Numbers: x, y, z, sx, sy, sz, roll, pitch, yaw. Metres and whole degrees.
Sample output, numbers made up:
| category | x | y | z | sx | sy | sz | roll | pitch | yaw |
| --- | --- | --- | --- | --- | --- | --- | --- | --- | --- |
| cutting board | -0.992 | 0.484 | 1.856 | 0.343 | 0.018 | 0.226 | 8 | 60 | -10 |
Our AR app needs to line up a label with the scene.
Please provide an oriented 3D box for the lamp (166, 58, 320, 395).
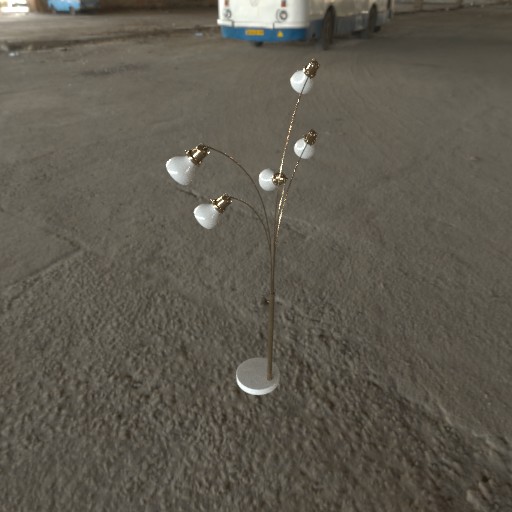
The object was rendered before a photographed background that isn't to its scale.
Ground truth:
| category | x | y | z | sx | sy | sz | roll | pitch | yaw |
| --- | --- | --- | --- | --- | --- | --- | --- | --- | --- |
| lamp | 0.000 | 0.000 | 3.057 | 0.361 | 2.423 | 1.405 | 21 | 37 | 31 |
